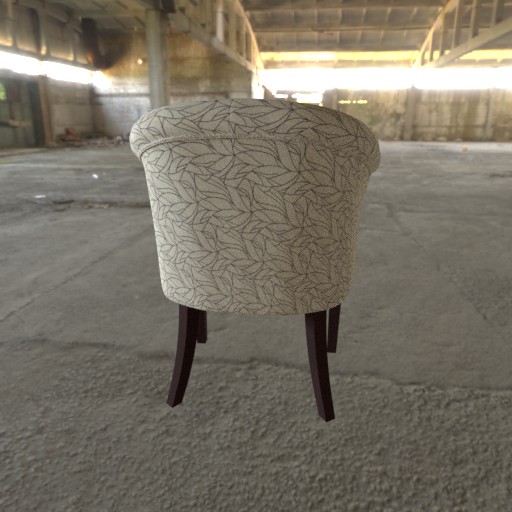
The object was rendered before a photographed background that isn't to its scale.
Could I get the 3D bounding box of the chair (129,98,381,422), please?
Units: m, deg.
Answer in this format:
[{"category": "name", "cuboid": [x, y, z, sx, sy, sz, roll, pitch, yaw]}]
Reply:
[{"category": "chair", "cuboid": [0.000, 0.000, 1.314, 0.686, 0.858, 0.613, 2, 17, 8]}]
